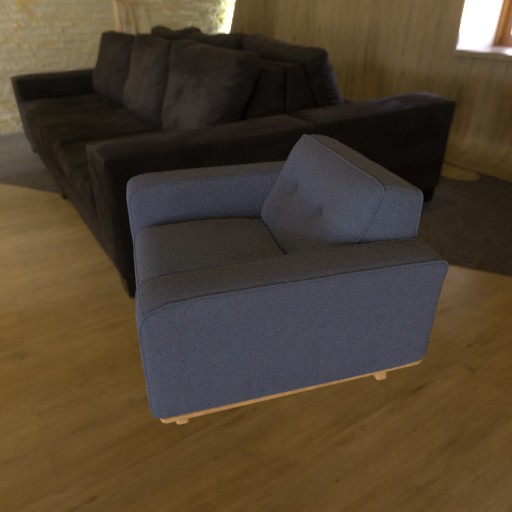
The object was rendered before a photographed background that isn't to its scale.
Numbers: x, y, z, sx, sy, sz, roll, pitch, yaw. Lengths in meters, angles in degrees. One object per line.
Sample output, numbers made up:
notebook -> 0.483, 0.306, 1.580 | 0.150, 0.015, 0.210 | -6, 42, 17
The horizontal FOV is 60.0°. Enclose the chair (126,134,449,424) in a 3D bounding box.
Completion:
chair -> 0.000, 0.000, 1.779 | 0.953, 0.783, 1.118 | -8, 30, -14
